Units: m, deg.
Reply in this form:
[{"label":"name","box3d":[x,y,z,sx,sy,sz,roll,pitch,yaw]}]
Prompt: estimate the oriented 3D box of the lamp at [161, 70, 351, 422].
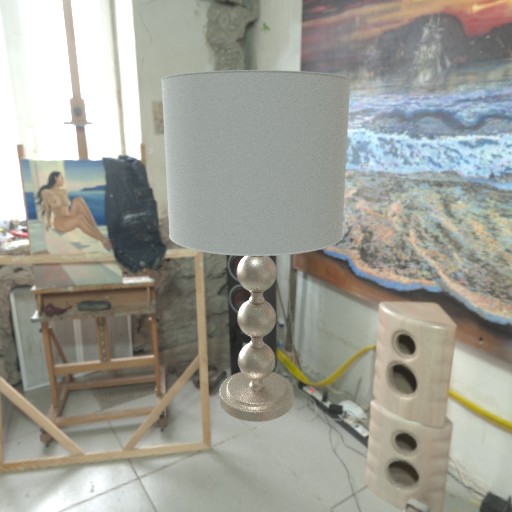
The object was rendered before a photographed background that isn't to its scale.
[{"label":"lamp","box3d":[0.000,0.000,0.730,0.277,0.538,0.277,8,18,26]}]
